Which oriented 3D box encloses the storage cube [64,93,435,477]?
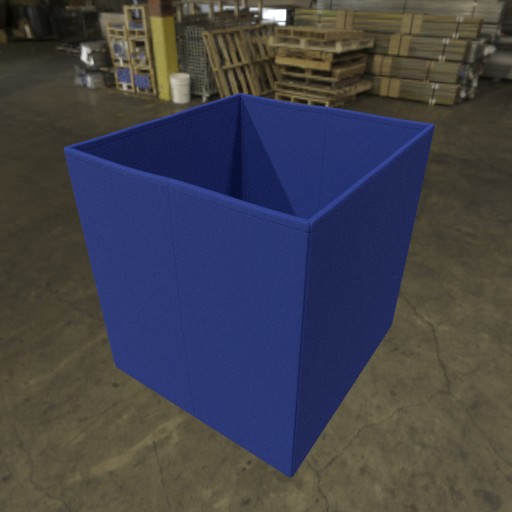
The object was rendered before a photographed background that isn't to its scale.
[{"bbox_3d":[0.000,0.000,0.503,0.270,0.280,0.270,20,38,29],"label":"storage cube"}]
